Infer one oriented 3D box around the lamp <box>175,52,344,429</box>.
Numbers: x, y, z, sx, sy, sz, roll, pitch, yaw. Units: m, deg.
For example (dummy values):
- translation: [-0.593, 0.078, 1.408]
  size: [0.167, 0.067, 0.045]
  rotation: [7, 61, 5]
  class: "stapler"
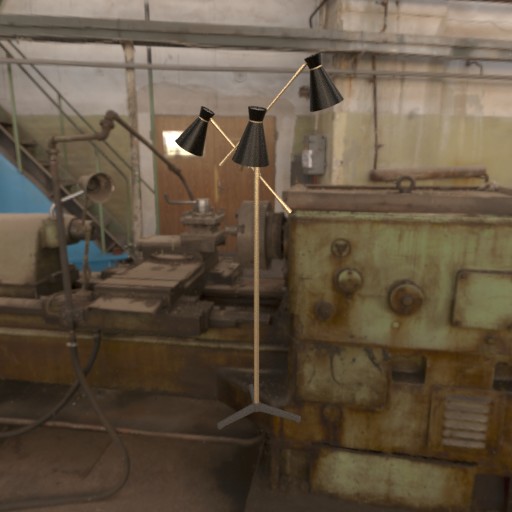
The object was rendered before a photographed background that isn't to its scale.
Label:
- translation: [0.000, 0.000, 2.154]
  size: [0.750, 1.804, 0.653]
  rotation: [-2, 14, -8]
  class: "lamp"
